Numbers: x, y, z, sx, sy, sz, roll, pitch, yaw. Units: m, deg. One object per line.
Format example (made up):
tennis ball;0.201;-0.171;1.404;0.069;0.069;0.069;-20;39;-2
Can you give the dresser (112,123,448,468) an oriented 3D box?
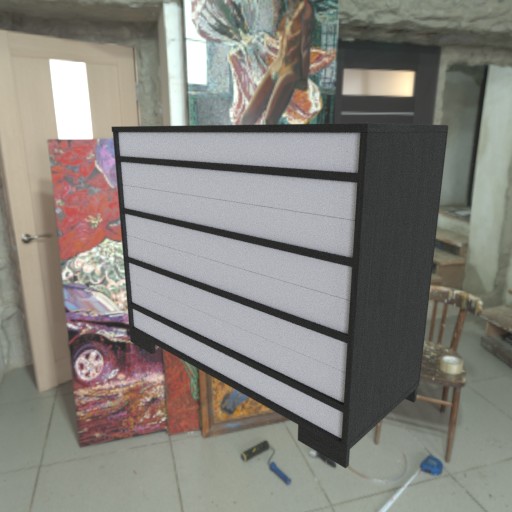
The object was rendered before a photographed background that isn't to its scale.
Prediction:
dresser;0.000;0.000;1.449;0.994;0.816;0.404;15;21;42
